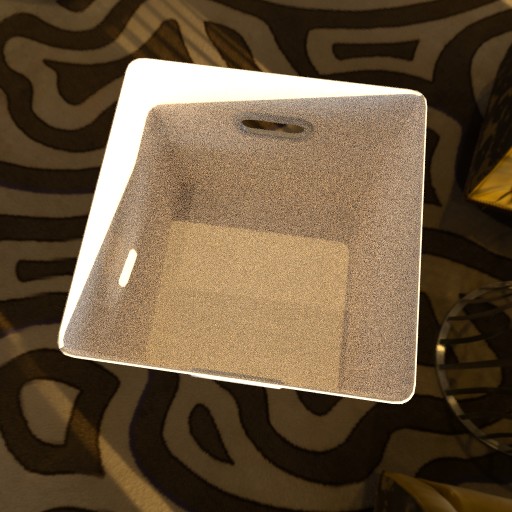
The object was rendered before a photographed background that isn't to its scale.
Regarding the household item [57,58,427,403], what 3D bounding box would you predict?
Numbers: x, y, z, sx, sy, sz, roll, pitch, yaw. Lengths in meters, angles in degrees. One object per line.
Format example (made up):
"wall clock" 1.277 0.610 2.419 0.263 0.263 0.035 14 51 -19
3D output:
"household item" 0.000 0.000 0.552 0.305 0.305 0.305 8 75 2
